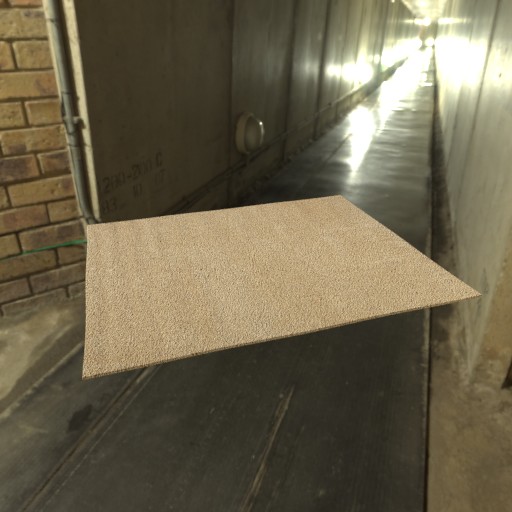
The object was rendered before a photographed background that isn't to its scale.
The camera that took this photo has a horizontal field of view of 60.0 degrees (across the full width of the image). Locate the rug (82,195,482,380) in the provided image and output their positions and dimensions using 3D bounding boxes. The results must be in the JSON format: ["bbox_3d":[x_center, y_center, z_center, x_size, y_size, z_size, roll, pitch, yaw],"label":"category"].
[{"bbox_3d":[0.000,0.000,4.122,3.000,0.025,2.400,-9,29,-16],"label":"rug"}]
